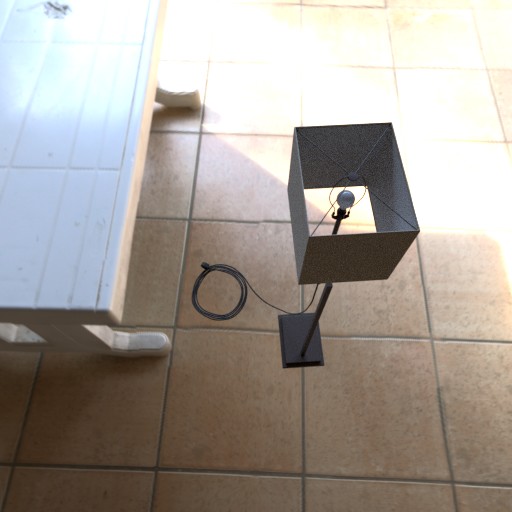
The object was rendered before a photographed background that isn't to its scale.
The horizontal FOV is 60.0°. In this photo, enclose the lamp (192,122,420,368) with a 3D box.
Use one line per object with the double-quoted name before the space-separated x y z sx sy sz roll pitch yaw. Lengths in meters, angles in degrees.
"lamp" 0.000 0.000 1.959 0.774 1.600 0.698 -3 64 -2
